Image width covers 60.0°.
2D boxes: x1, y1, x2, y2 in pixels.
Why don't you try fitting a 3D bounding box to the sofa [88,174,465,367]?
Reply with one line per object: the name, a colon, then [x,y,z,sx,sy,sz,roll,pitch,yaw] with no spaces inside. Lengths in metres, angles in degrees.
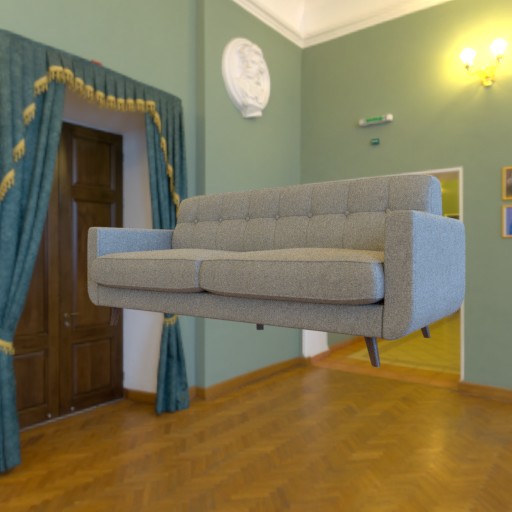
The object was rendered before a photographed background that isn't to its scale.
sofa: [0.000,0.000,2.564,2.055,0.873,0.968,0,1,36]
